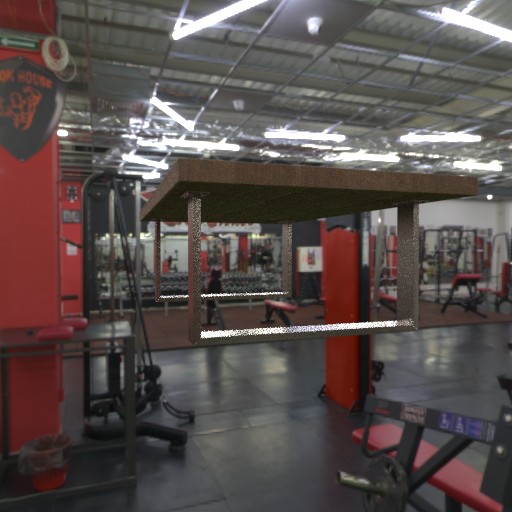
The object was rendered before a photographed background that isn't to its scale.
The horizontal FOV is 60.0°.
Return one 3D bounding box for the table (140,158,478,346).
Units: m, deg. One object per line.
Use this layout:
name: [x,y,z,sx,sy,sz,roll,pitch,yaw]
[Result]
table: [0.000,0.000,1.734,0.800,0.440,1.400,0,1,-18]
